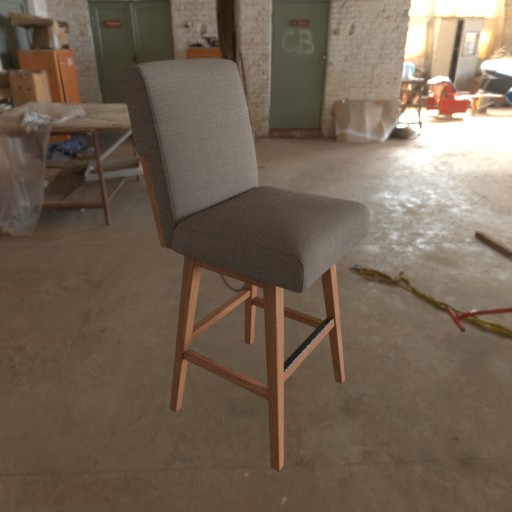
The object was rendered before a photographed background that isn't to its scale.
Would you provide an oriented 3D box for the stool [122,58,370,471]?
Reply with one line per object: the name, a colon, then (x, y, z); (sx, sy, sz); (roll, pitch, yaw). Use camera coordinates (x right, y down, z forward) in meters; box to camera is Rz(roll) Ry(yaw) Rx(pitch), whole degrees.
stool: (0.000, 0.000, 1.382); (0.570, 1.112, 0.483); (17, 31, 30)
